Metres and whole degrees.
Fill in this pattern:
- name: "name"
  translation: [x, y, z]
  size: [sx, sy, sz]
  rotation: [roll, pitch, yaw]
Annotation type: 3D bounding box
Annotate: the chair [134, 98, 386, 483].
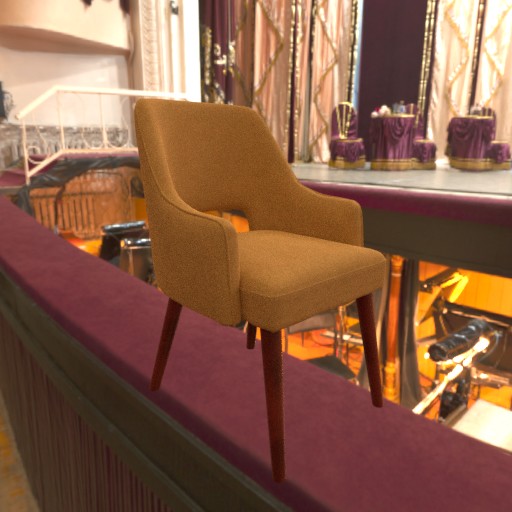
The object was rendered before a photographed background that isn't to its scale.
- name: "chair"
  translation: [0.000, 0.000, 1.226]
  size: [0.548, 0.849, 0.605]
  rotation: [-13, 19, -43]
